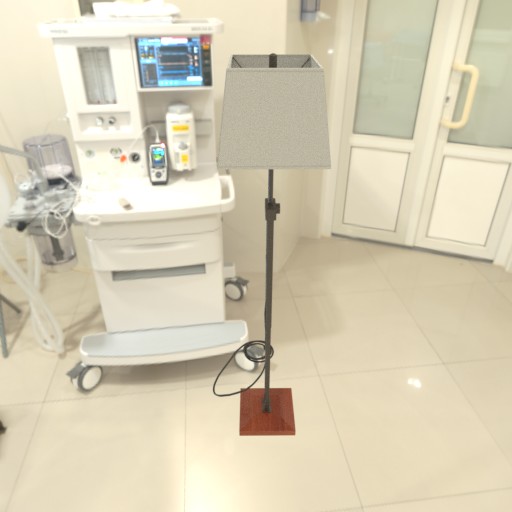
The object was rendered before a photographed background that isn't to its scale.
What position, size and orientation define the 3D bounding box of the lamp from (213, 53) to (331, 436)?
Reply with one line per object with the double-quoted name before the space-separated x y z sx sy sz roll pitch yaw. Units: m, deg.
"lamp" 0.000 0.000 1.997 0.472 1.712 0.745 0 32 0
